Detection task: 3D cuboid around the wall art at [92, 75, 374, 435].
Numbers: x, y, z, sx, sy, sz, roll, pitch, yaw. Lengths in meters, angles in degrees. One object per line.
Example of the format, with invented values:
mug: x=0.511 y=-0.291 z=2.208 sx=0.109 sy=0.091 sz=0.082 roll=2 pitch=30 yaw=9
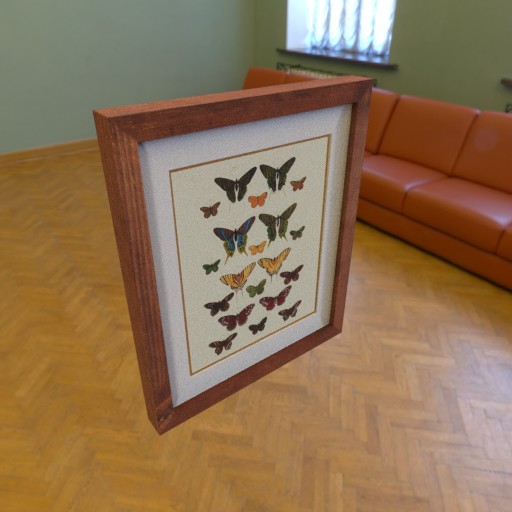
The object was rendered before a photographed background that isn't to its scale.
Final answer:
wall art: x=0.000 y=0.000 z=0.637 sx=0.377 sy=0.449 sz=0.039 roll=-21 pitch=36 yaw=-32
